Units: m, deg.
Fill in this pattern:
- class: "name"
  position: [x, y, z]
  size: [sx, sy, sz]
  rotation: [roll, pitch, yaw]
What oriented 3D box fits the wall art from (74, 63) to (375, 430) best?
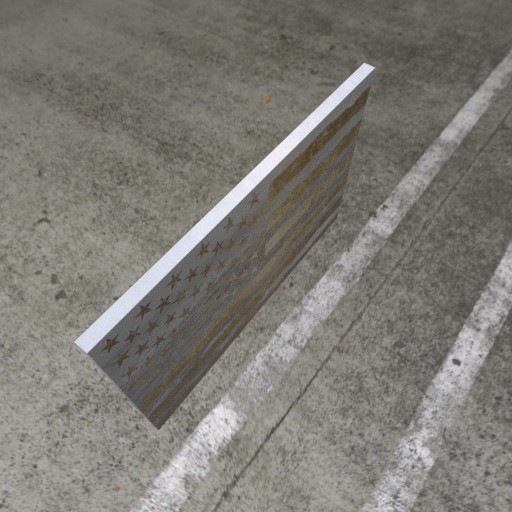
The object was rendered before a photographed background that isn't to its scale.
- class: "wall art"
  position: [0.000, 0.000, 1.443]
  size: [0.041, 0.762, 1.145]
  rotation: [33, 64, 19]
